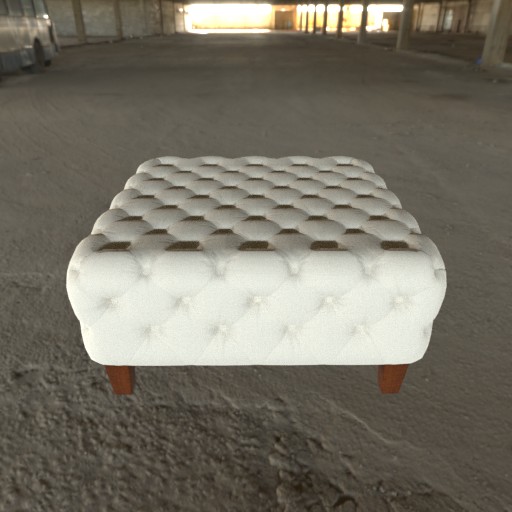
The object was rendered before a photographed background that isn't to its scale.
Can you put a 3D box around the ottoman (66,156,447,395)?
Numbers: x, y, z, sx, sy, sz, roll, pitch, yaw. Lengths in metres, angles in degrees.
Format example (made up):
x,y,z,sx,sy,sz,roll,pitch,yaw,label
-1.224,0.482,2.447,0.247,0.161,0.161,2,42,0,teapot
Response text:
x,y,z,sx,sy,sz,roll,pitch,yaw,label
0.000,0.000,1.225,0.753,0.376,0.755,0,28,0,ottoman
